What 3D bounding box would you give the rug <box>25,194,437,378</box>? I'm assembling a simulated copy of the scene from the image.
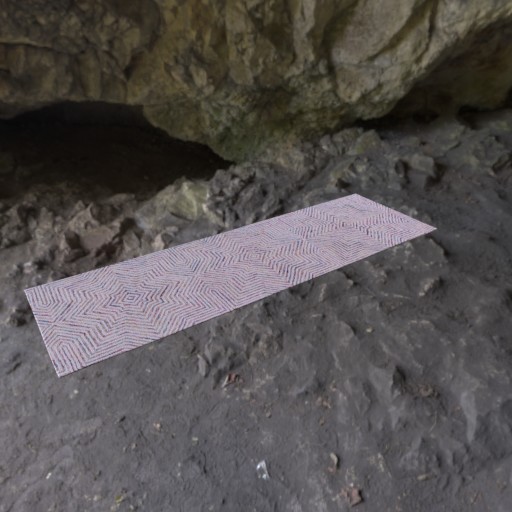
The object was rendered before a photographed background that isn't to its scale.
[{"bbox_3d":[0.000,0.000,2.663,2.443,0.009,0.771,-19,35,-29],"label":"rug"}]
